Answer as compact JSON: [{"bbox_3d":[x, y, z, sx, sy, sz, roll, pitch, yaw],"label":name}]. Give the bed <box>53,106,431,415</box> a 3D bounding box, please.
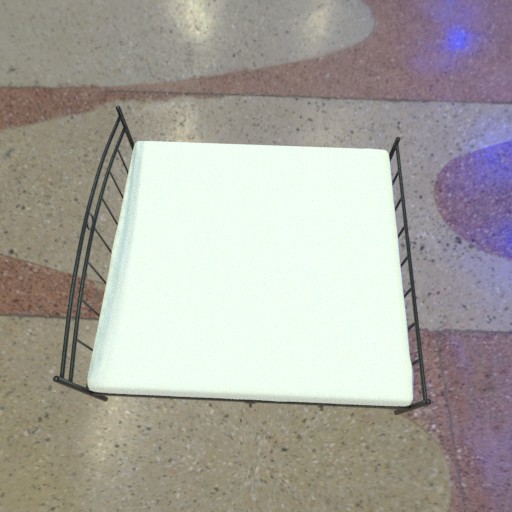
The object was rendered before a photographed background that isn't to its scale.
[{"bbox_3d":[0.000,0.000,3.021,2.040,0.940,1.880,2,65,1],"label":"bed"}]
